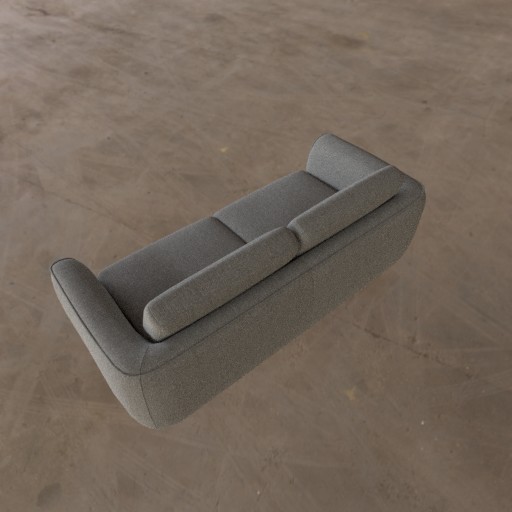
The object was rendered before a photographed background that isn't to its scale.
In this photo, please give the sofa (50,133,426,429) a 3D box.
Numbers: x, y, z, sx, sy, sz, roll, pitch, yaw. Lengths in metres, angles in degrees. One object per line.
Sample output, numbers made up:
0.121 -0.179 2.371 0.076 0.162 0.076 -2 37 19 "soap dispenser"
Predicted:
0.000 0.000 2.497 2.000 0.870 0.920 -31 53 -26 "sofa"
